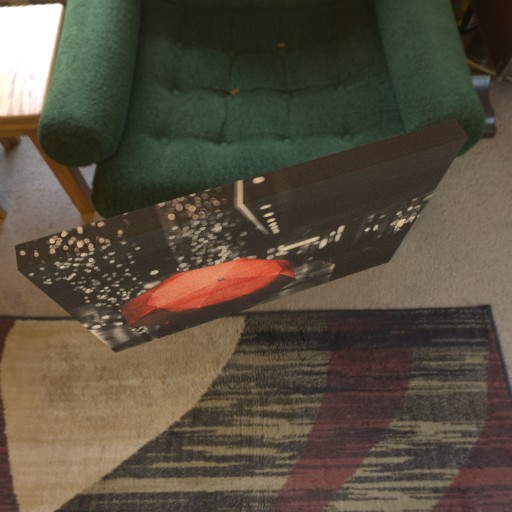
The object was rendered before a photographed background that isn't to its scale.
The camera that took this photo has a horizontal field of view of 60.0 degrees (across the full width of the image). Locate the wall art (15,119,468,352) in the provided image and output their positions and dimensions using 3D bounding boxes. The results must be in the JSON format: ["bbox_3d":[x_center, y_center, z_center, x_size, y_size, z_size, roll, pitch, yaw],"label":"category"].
[{"bbox_3d":[0.000,0.000,0.756,0.609,0.406,0.037,-17,65,-8],"label":"wall art"}]
